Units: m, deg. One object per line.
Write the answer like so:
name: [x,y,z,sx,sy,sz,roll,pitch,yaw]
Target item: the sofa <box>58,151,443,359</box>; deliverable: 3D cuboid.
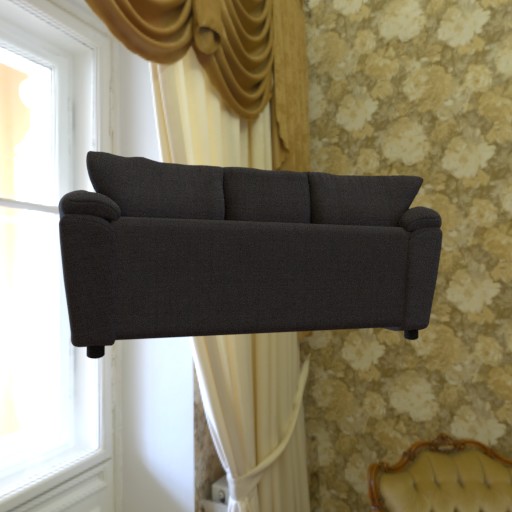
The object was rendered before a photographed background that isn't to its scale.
sofa: [0.000,0.000,2.862,2.336,1.080,0.883,1,-2,-18]
